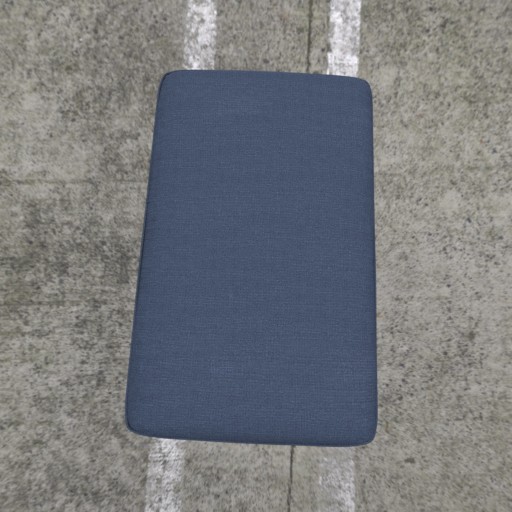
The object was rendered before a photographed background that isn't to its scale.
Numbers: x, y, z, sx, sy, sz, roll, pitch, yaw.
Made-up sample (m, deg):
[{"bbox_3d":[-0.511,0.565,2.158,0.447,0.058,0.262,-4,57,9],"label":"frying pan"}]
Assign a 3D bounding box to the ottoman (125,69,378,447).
[{"bbox_3d":[0.000,0.000,1.189,0.570,0.438,0.885,3,77,1],"label":"ottoman"}]
